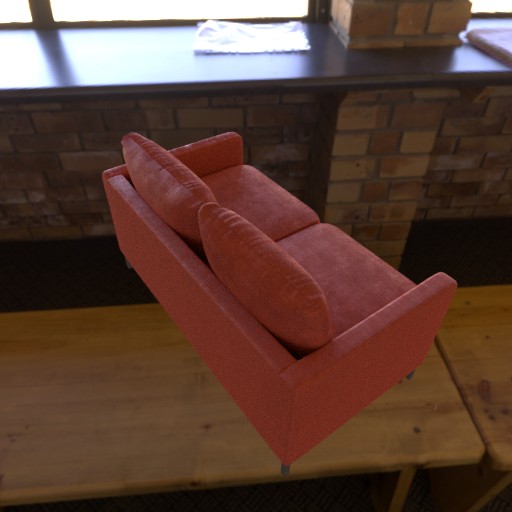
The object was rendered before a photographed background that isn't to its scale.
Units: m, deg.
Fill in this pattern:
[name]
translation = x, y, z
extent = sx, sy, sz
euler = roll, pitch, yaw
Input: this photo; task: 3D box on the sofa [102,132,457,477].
[sofa]
translation = 0.000, 0.000, 2.144
extent = 0.864, 0.896, 1.574
euler = -26, 48, -26
